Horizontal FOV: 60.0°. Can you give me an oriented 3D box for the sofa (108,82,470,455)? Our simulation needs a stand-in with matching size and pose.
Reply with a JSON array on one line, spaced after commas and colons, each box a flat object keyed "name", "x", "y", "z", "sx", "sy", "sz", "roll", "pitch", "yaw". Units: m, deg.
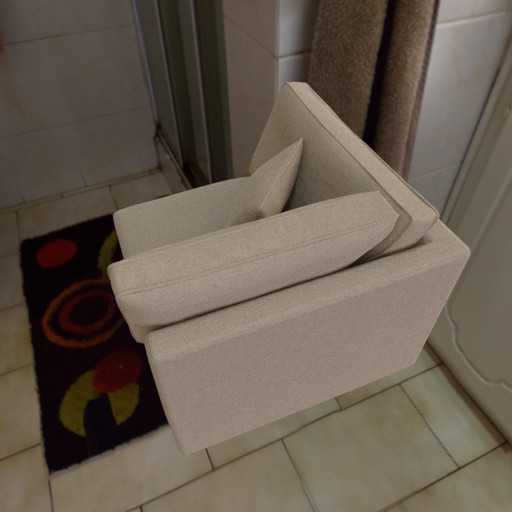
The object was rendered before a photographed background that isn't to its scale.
[{"name": "sofa", "x": 0.000, "y": 0.000, "z": 1.911, "sx": 1.146, "sy": 1.002, "sz": 1.084, "roll": -17, "pitch": 49, "yaw": -15}]
